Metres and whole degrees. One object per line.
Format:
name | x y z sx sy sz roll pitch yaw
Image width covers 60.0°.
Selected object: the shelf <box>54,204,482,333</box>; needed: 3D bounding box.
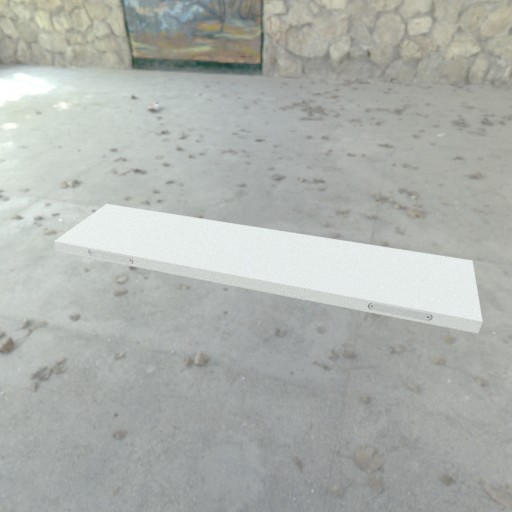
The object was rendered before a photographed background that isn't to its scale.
shelf | 0.000 0.000 0.666 0.610 0.020 0.140 10 34 15
